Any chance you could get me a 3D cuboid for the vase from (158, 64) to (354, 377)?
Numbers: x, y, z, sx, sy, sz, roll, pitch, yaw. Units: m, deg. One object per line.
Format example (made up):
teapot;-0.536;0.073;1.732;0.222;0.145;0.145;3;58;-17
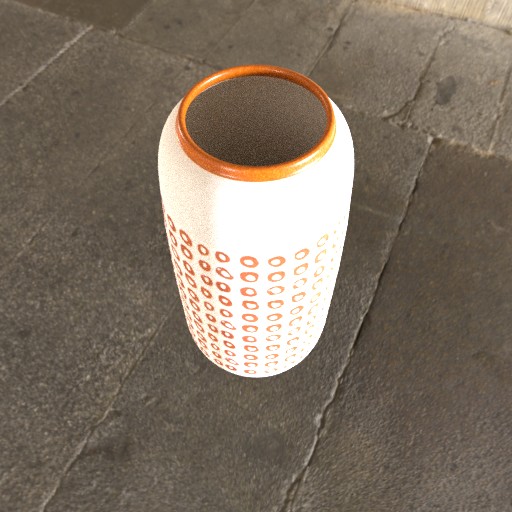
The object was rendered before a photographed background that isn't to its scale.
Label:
vase;0.000;0.000;0.349;0.133;0.282;0.133;0;58;0
